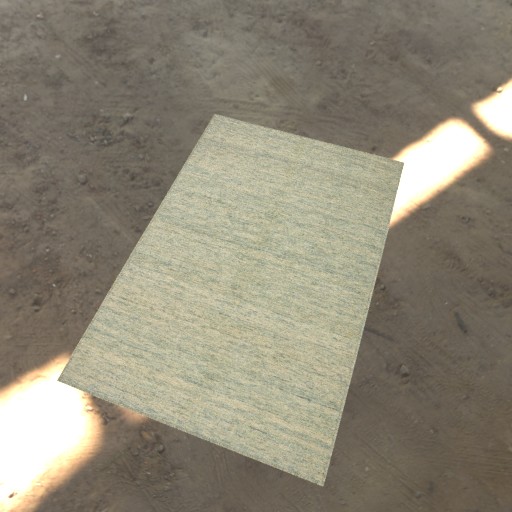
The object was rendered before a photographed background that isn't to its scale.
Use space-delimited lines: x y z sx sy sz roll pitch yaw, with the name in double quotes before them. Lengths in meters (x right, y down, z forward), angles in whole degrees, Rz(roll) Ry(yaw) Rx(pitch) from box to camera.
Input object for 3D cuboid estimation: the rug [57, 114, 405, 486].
"rug" 0.000 0.000 2.340 1.250 0.015 1.850 17 61 10
